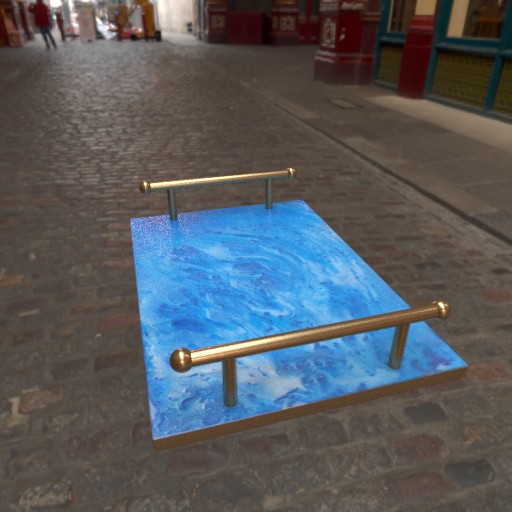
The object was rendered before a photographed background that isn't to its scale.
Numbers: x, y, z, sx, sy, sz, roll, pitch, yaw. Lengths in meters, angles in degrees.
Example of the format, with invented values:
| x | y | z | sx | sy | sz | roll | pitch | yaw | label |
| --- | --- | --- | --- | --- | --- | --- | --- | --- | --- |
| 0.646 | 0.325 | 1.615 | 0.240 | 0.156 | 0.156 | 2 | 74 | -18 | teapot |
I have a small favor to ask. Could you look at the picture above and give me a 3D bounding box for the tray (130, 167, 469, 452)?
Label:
| x | y | z | sx | sy | sz | roll | pitch | yaw | label |
| --- | --- | --- | --- | --- | --- | --- | --- | --- | --- |
| 0.000 | 0.000 | 0.566 | 0.304 | 0.084 | 0.444 | -8 | 30 | -14 | tray |
